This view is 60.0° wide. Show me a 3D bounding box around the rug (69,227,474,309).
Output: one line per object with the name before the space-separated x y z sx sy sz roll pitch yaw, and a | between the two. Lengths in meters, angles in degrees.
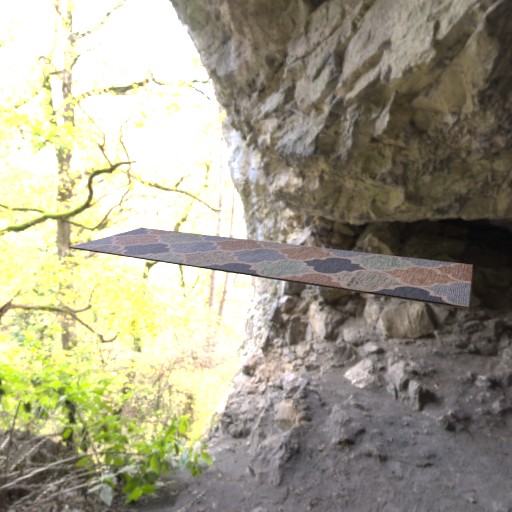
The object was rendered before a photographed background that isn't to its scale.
rug | 0.000 0.000 2.592 2.287 0.011 0.687 7 17 25
